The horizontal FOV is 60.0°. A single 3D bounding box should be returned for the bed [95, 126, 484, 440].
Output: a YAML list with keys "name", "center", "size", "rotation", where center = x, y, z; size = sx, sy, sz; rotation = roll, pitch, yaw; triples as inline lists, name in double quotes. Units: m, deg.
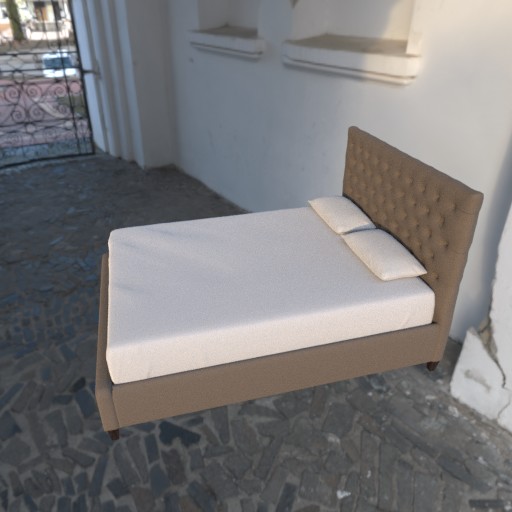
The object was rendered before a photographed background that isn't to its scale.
- name: "bed"
  center: [0.000, 0.000, 3.376]
  size: [2.387, 1.427, 1.698]
  rotation: [-8, 31, -13]
